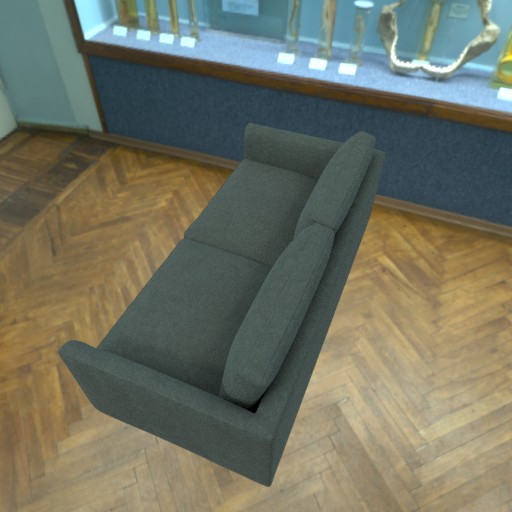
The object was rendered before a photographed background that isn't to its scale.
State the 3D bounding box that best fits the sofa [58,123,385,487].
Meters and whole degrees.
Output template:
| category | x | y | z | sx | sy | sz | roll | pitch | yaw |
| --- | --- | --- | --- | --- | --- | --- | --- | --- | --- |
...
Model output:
| category | x | y | z | sx | sy | sz | roll | pitch | yaw |
| --- | --- | --- | --- | --- | --- | --- | --- | --- | --- |
| sofa | 0.000 | 0.000 | 2.778 | 1.092 | 0.838 | 2.257 | 17 | 49 | 16 |
